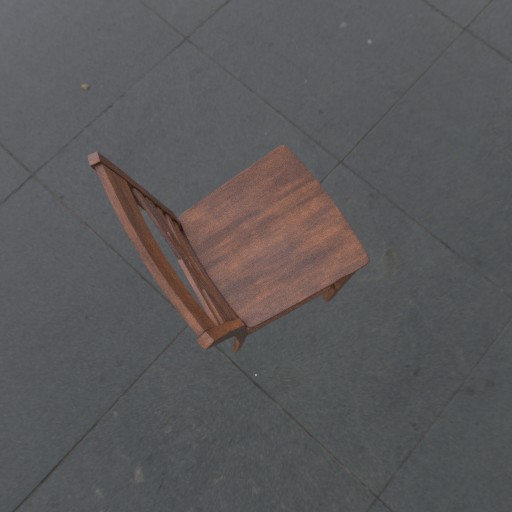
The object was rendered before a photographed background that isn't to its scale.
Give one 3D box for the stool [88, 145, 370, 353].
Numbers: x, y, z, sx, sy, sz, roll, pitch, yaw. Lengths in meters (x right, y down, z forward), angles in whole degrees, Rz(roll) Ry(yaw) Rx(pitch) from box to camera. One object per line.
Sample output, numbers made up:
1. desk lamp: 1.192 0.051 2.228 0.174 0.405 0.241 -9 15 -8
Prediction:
1. stool: 0.000 0.000 1.344 0.504 1.098 0.426 -32 77 -8
